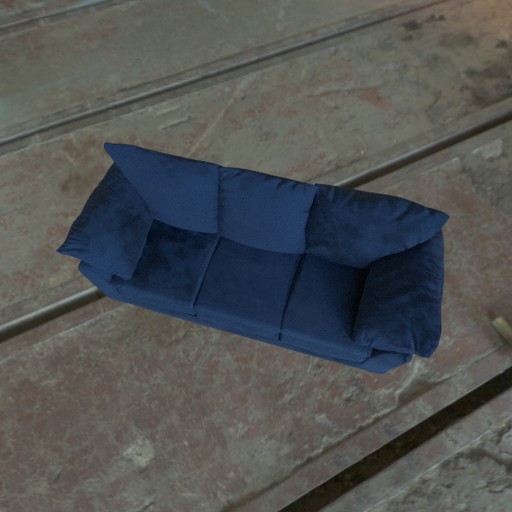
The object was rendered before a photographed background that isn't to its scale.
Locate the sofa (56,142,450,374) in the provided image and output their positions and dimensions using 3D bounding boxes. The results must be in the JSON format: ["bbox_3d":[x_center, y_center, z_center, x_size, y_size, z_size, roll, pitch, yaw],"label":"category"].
[{"bbox_3d":[0.000,0.000,2.986,2.390,1.091,0.907,14,59,9],"label":"sofa"}]
